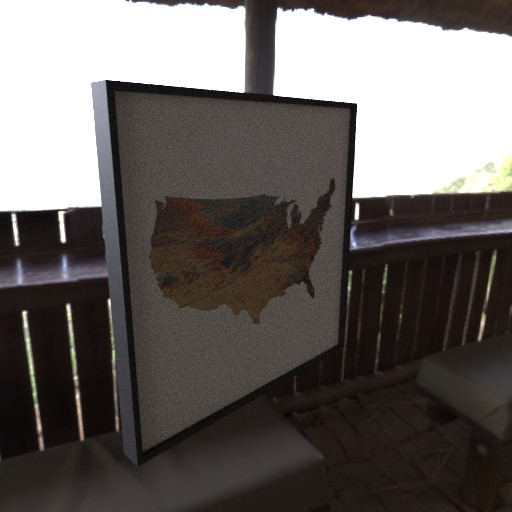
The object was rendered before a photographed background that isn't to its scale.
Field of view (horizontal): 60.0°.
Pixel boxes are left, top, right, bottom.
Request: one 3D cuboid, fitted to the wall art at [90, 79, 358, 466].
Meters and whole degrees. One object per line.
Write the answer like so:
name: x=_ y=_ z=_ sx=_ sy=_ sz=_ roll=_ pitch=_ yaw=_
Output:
wall art: x=0.000 y=0.000 z=0.740 sx=0.038 sy=0.507 sz=0.507 roll=15 pitch=21 yaw=43
